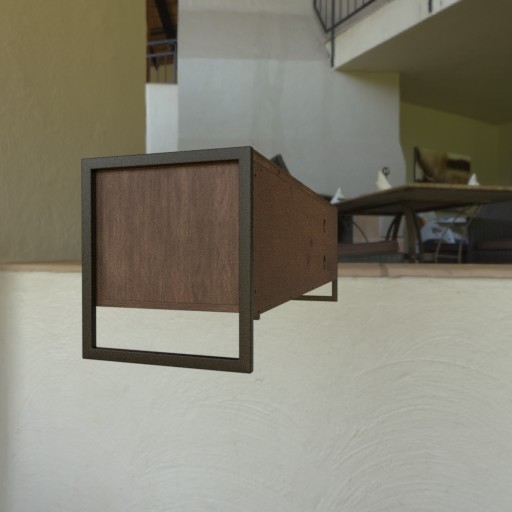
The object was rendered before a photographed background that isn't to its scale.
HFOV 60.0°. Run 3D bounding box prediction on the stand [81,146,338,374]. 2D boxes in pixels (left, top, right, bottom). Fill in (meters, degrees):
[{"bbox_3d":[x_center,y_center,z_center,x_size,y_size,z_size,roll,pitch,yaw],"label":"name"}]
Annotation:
[{"bbox_3d":[0.000,0.000,1.755,0.454,0.506,1.480,0,1,18],"label":"stand"}]
